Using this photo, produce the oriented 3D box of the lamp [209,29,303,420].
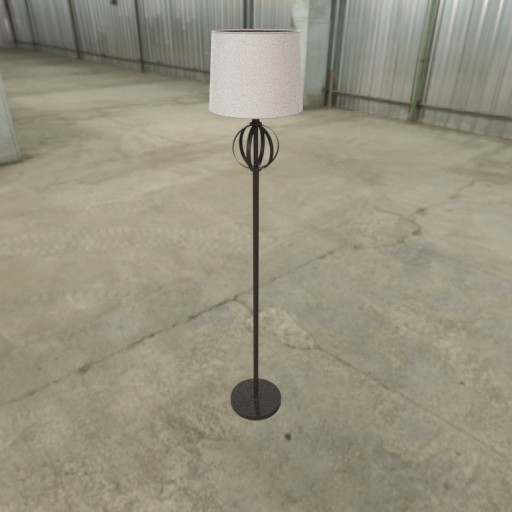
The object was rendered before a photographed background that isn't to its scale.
[{"bbox_3d":[0.000,0.000,1.613,0.286,1.462,0.286,-7,30,-12],"label":"lamp"}]
